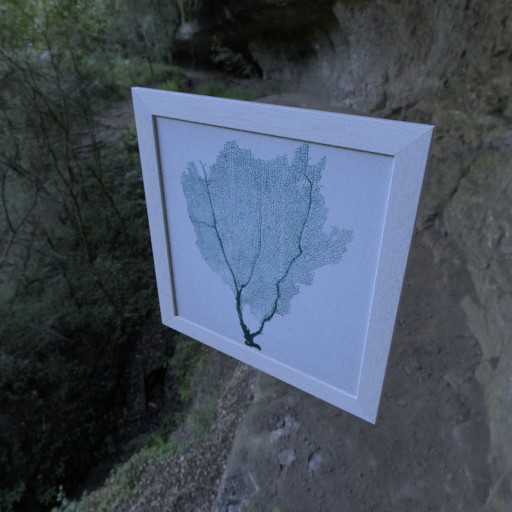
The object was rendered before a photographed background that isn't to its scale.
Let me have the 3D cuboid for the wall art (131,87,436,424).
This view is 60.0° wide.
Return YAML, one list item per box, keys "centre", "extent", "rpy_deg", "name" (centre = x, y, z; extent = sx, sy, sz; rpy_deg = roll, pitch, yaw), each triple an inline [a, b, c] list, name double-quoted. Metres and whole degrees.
- centre: [0.000, 0.000, 0.870]
  extent: [0.572, 0.577, 0.015]
  rpy_deg: [18, 35, 29]
  name: "wall art"
